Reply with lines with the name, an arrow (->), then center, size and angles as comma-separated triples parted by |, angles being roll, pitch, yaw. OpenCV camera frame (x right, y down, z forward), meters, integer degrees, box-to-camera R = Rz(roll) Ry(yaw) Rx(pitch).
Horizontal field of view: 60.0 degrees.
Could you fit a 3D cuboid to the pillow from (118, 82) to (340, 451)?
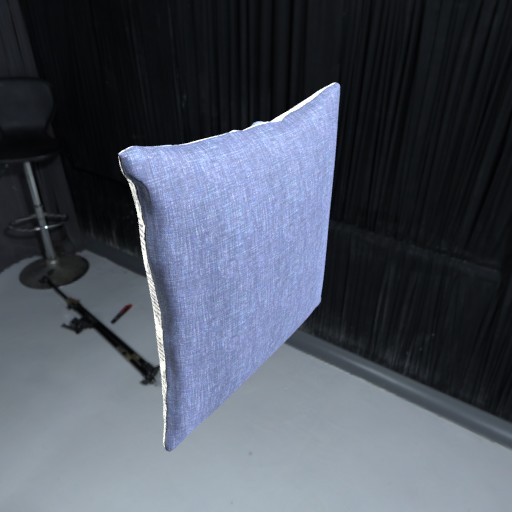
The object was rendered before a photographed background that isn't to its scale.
pillow -> 0.000, 0.000, 0.780 | 0.145, 0.510, 0.510 | 21, 37, 30
